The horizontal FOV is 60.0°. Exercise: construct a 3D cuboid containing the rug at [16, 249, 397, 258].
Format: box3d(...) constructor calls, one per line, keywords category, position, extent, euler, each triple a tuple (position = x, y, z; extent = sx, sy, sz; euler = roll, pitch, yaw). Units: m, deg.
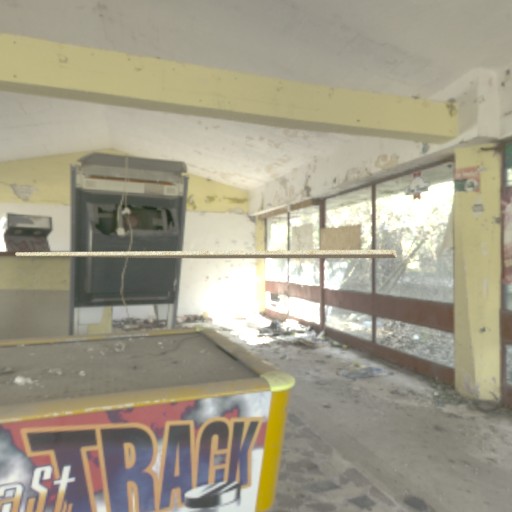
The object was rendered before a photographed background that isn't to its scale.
box3d(category="rug", position=(0.000, 0.000, 3.974), extent=(2.401, 0.025, 3.001), euler=(0, -1, 18))
